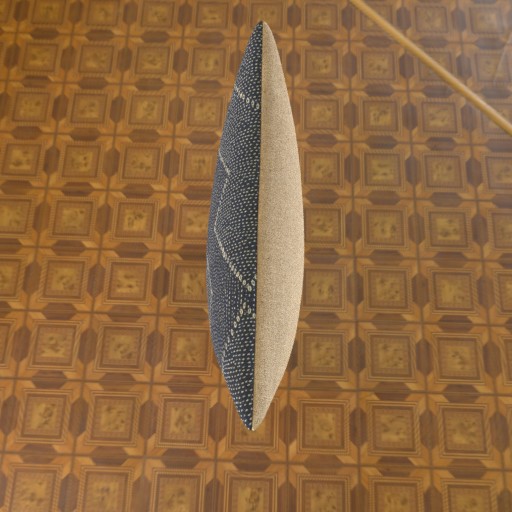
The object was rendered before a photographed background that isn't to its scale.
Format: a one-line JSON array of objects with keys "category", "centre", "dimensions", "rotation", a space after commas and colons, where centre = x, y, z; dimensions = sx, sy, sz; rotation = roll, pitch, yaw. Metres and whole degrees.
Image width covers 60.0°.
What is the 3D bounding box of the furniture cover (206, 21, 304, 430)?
[{"category": "furniture cover", "centre": [0.000, 0.000, 0.754], "dimensions": [0.162, 0.503, 0.511], "rotation": [1, 75, 0]}]
